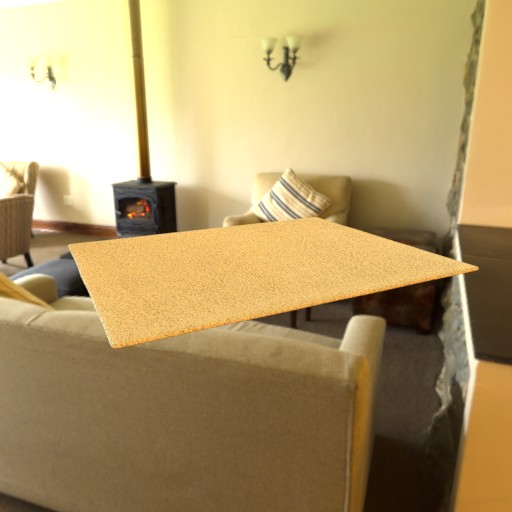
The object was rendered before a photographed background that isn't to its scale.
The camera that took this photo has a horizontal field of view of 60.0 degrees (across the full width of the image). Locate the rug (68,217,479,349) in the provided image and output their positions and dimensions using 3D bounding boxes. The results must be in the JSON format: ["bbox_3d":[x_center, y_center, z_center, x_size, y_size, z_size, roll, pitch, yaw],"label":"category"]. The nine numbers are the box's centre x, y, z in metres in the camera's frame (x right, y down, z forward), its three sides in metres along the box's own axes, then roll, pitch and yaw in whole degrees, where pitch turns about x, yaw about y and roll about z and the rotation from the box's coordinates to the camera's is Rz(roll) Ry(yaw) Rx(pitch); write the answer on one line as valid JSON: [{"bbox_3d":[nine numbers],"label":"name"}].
[{"bbox_3d":[0.000,0.000,4.142,3.047,0.029,2.438,-8,18,-26],"label":"rug"}]
